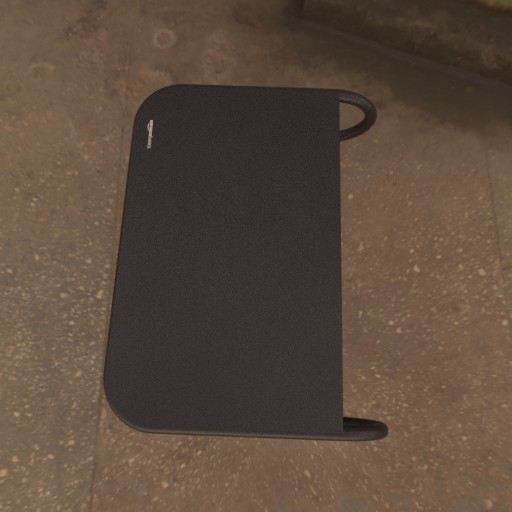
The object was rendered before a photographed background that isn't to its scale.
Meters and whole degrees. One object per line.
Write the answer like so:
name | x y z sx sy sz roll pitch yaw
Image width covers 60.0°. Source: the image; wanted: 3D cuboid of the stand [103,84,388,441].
stand | 0.000 0.000 0.498 0.280 0.108 0.370 2 75 1
